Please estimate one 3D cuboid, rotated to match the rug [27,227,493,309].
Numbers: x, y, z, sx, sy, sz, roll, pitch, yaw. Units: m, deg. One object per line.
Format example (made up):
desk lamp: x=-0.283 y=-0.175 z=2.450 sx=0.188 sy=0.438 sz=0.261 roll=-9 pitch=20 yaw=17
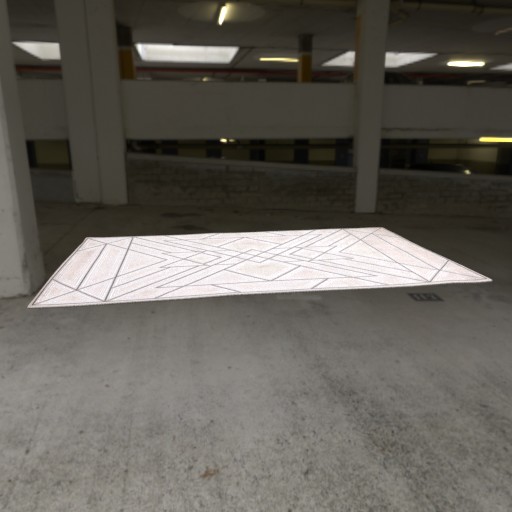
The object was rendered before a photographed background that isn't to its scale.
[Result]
rug: x=0.000 y=0.000 z=1.049 sx=0.869 sy=0.008 sz=0.511 roll=-3 pitch=16 yaw=-9
